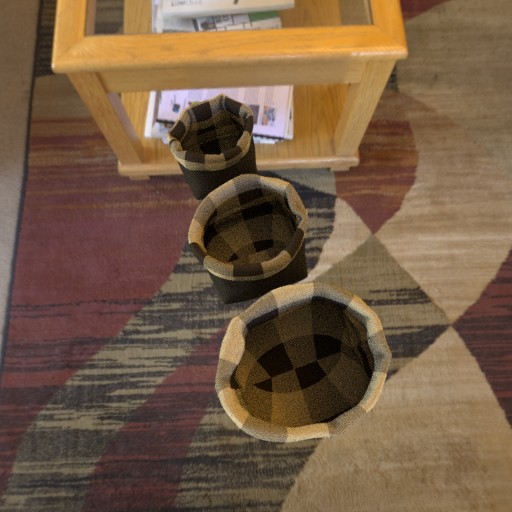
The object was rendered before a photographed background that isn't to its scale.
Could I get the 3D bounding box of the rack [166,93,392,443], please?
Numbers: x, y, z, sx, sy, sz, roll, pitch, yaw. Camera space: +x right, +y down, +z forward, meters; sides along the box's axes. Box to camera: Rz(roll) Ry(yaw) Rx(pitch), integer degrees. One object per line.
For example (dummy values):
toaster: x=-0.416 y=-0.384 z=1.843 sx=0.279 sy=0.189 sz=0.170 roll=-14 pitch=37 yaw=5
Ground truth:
rack: x=0.000 y=0.000 z=1.096 sx=0.370 sy=0.329 sz=0.889 roll=-20 pitch=75 yaw=-5
